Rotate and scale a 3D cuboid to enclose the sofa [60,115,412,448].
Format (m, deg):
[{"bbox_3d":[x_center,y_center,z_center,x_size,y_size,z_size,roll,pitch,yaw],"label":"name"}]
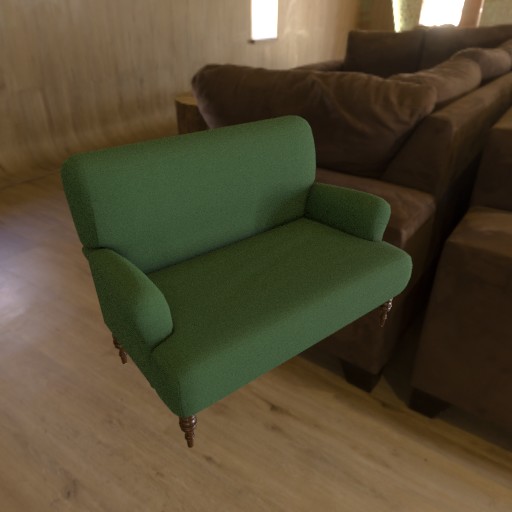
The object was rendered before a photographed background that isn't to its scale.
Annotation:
[{"bbox_3d":[0.000,0.000,1.841,1.297,0.889,0.779,-22,36,-33],"label":"sofa"}]
